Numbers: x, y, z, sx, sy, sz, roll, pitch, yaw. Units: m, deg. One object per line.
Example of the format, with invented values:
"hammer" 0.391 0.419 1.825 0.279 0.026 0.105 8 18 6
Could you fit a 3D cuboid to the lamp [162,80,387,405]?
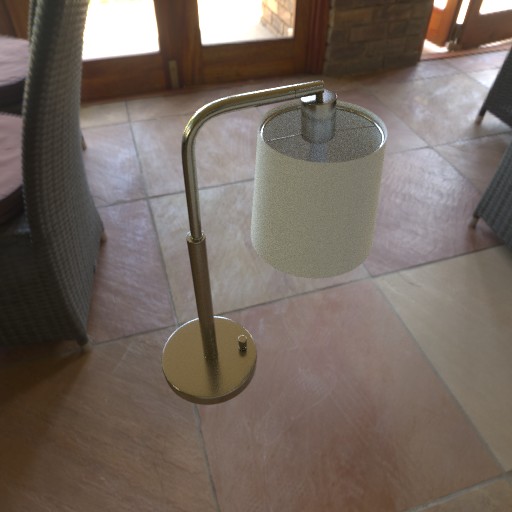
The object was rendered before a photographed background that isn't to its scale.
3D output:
"lamp" 0.000 0.000 0.631 0.333 0.489 0.171 -10 45 -10
